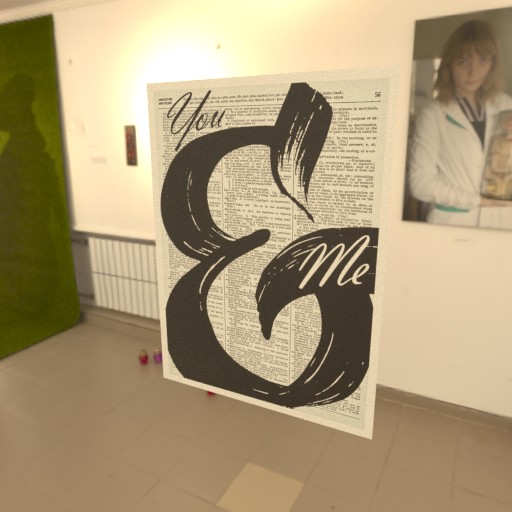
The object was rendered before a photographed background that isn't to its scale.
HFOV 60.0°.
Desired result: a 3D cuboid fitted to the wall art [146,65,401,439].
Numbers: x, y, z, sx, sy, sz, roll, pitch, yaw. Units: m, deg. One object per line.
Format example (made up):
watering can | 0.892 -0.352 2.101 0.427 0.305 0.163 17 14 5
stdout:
wall art | 0.000 0.000 0.801 0.457 0.609 0.003 7 16 26
